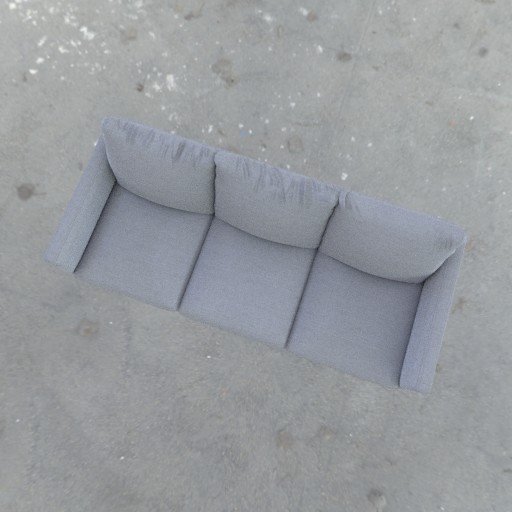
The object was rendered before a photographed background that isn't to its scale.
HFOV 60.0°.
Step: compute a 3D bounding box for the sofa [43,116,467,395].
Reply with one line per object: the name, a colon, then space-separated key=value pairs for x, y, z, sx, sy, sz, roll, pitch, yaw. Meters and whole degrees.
sofa: x=0.000 y=0.000 z=2.381 sx=2.000 sy=0.830 sz=0.850 roll=19 pitch=77 yaw=4
